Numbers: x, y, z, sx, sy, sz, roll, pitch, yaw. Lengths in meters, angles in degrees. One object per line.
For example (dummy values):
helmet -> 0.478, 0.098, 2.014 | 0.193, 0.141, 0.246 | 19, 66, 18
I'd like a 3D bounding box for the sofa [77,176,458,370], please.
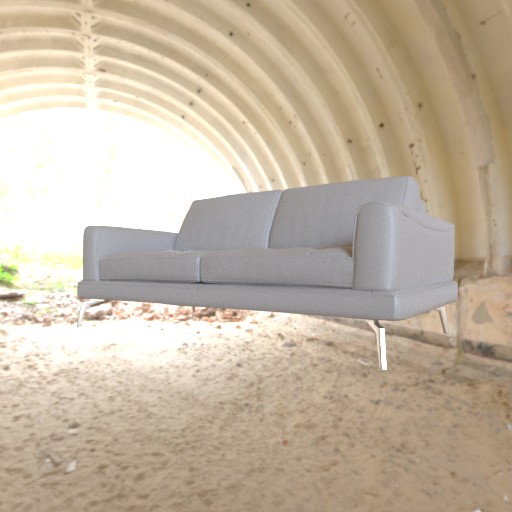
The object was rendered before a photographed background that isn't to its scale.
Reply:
sofa -> 0.000, 0.000, 2.748 | 2.177, 0.930, 1.121 | -1, -1, 36
